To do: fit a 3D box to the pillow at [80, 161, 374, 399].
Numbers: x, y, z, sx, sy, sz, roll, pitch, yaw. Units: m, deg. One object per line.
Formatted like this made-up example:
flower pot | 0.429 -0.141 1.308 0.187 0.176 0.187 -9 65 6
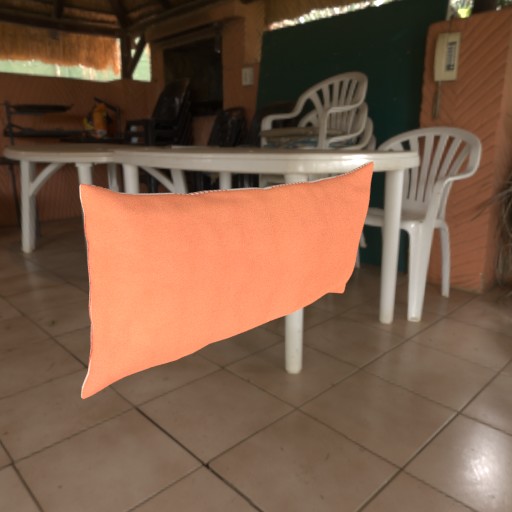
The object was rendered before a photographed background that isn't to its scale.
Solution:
pillow | 0.000 0.000 0.743 0.156 0.292 0.608 14 20 43
